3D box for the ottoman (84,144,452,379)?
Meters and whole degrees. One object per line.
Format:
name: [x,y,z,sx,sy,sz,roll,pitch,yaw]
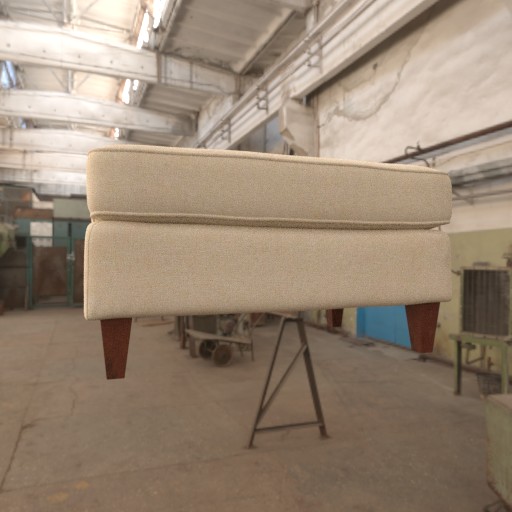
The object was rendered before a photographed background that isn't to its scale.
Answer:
ottoman: [0.000,0.000,1.215,0.862,0.484,0.583,0,0,-19]
